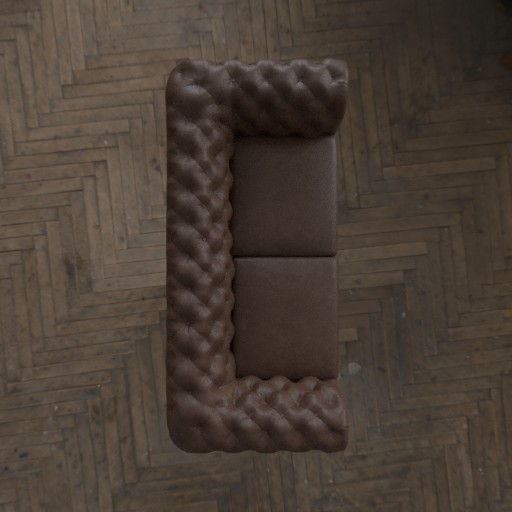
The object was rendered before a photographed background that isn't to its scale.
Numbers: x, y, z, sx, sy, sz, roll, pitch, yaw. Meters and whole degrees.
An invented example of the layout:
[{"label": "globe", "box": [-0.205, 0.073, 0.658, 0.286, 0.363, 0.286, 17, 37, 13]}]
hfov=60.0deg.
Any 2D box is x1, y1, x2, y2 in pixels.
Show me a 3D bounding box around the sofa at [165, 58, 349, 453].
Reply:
[{"label": "sofa", "box": [0.000, 0.000, 2.569, 0.955, 0.784, 2.048, 0, 90, -1]}]
